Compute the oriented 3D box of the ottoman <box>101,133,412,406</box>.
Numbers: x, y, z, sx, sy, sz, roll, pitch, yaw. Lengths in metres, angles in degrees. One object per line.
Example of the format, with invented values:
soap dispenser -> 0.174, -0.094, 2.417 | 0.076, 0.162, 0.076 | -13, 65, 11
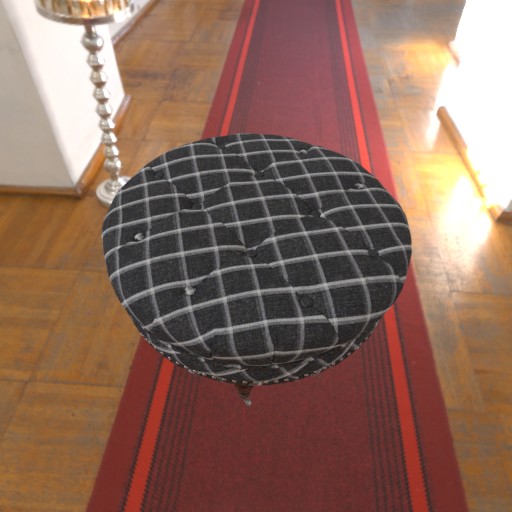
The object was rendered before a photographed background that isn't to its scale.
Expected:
ottoman -> 0.000, 0.000, 1.413 | 0.901, 0.439, 0.901 | 0, 47, 0
